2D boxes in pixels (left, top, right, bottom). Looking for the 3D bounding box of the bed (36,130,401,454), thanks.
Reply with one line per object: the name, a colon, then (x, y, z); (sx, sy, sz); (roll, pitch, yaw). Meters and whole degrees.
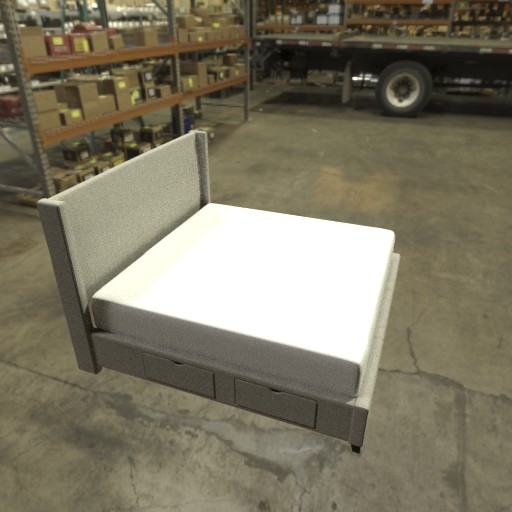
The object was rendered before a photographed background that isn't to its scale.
bed: (0.000, 0.000, 3.764); (2.280, 1.470, 2.140); (11, 31, 18)
